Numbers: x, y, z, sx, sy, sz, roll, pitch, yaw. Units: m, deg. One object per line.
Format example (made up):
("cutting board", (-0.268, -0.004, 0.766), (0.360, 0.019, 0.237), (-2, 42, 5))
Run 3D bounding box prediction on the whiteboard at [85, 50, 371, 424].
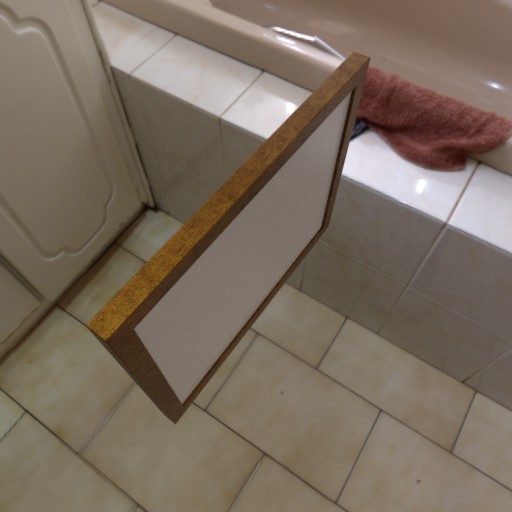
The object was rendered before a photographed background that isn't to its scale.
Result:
("whiteboard", (0.000, 0.000, 0.765), (0.029, 0.457, 0.561), (32, 64, 17))
